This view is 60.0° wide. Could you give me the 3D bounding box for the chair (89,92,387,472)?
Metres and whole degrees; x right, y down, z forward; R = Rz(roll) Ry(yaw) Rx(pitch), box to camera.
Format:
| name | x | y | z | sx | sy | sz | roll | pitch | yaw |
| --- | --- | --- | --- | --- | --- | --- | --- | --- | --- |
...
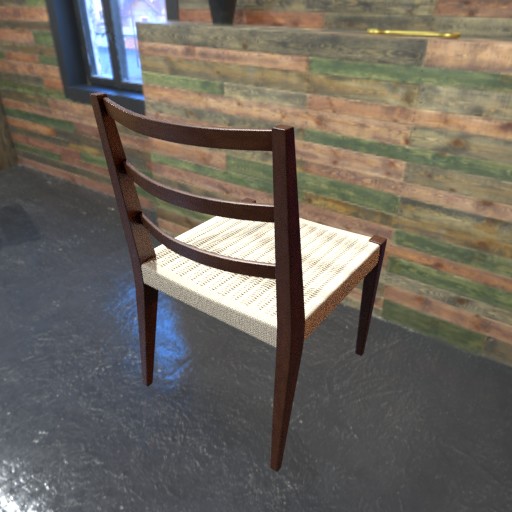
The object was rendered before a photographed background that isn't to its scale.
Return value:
| name | x | y | z | sx | sy | sz | roll | pitch | yaw |
| --- | --- | --- | --- | --- | --- | --- | --- | --- | --- |
| chair | 0.000 | 0.000 | 1.134 | 0.480 | 0.813 | 0.551 | 20 | 36 | 31 |
